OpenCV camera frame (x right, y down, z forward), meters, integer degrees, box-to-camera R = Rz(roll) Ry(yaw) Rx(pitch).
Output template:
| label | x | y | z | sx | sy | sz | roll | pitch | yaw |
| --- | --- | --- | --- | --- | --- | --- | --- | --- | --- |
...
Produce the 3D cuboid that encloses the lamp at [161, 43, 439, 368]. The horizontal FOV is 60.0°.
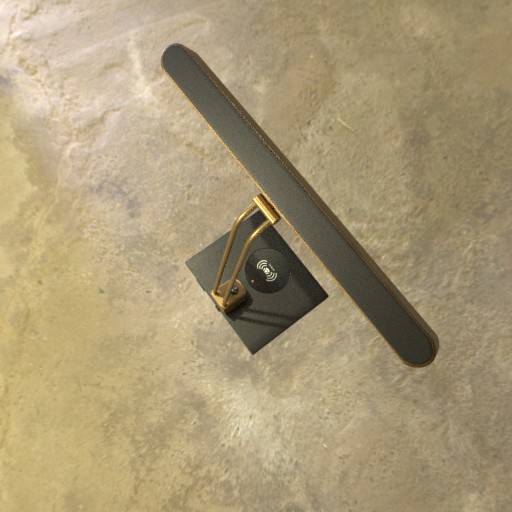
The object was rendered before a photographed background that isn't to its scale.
| label | x | y | z | sx | sy | sz | roll | pitch | yaw |
| --- | --- | --- | --- | --- | --- | --- | --- | --- | --- |
| lamp | 0.000 | 0.000 | 0.576 | 0.156 | 0.345 | 0.412 | -36 | 78 | -9 |
